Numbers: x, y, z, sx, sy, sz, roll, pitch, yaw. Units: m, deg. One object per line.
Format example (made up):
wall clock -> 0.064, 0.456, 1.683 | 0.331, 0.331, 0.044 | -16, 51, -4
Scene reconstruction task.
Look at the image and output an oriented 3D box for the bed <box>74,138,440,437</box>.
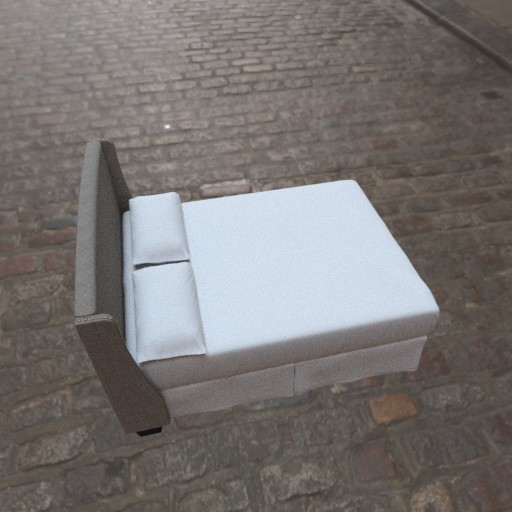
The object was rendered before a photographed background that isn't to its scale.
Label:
bed -> 0.000, 0.000, 3.292 | 2.237, 1.407, 1.710 | -9, 46, -9
